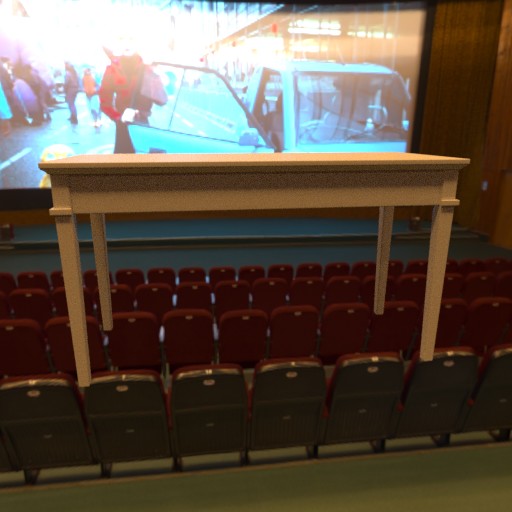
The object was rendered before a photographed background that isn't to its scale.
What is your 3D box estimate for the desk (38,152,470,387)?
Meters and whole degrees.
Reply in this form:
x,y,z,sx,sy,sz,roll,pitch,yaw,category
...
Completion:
x,y,z,sx,sy,sz,roll,pitch,yaw,category
0.000,0.000,1.762,1.372,0.774,0.559,-2,16,-8,desk
